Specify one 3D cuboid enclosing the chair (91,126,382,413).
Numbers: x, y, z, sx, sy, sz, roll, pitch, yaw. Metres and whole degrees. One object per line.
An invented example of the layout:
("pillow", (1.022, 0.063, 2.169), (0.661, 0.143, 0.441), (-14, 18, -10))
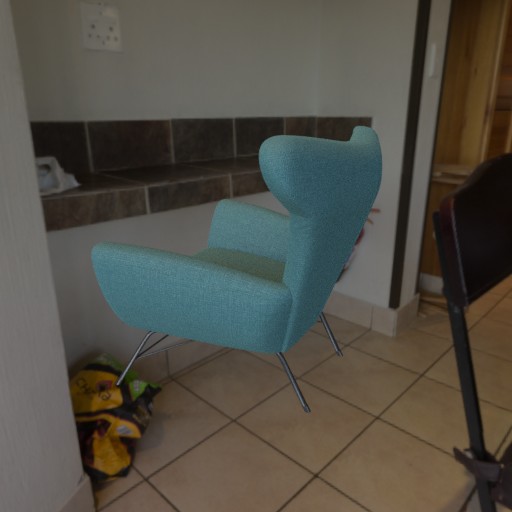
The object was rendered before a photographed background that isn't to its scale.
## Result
("chair", (0.000, 0.000, 1.766), (0.900, 0.980, 1.050), (8, 20, 24))
